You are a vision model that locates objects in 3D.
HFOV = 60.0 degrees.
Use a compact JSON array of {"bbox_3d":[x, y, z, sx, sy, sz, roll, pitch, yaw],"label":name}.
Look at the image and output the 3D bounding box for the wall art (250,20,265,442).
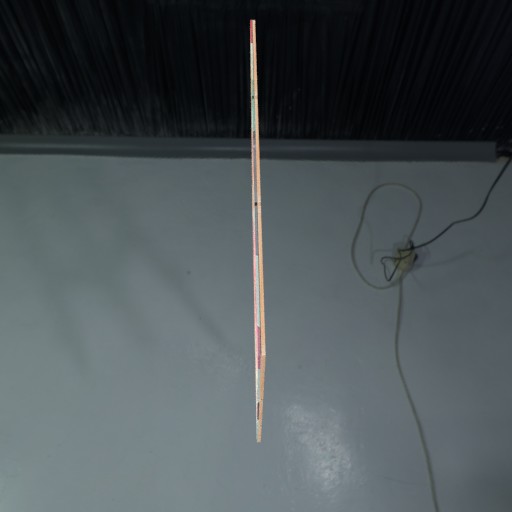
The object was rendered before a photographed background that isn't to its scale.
[{"bbox_3d":[0.000,0.000,1.329,0.012,0.910,0.911,-1,59,-1],"label":"wall art"}]
